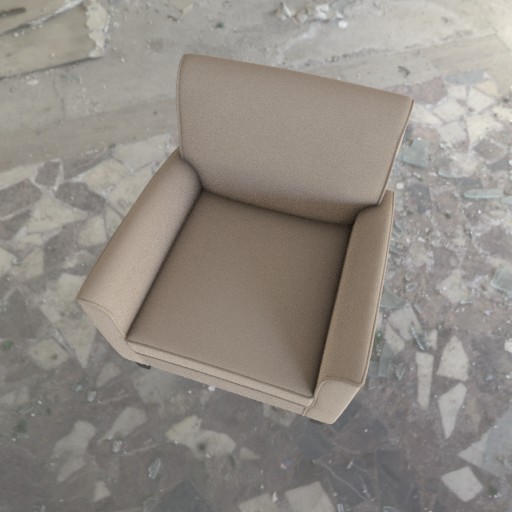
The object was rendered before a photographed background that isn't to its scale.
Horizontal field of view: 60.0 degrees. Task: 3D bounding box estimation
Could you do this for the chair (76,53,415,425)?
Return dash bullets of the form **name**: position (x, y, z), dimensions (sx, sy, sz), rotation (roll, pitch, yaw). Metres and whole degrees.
- **chair**: position (0.000, 0.000, 1.523), dimensions (0.820, 0.915, 0.820), rotation (15, 60, 9)
